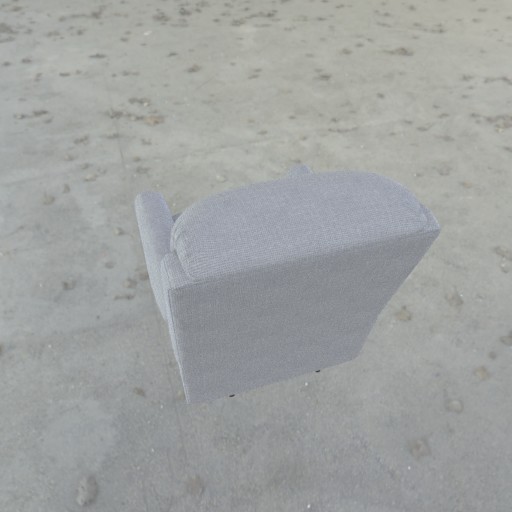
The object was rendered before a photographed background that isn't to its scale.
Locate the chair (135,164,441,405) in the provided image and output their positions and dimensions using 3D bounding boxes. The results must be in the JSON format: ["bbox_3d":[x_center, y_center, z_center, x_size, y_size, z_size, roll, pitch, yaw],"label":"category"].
[{"bbox_3d":[0.000,0.000,1.749,0.838,1.054,1.014,-12,44,-13],"label":"chair"}]
